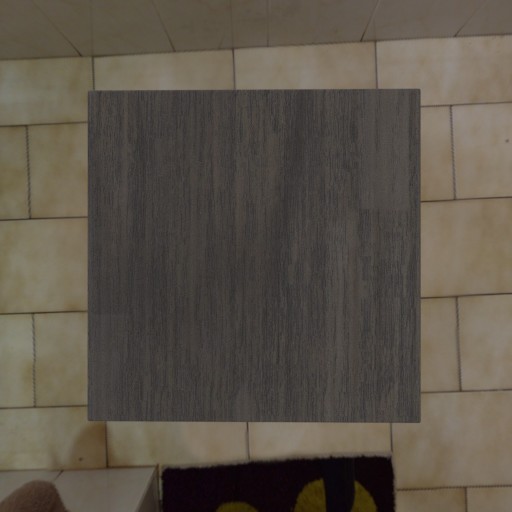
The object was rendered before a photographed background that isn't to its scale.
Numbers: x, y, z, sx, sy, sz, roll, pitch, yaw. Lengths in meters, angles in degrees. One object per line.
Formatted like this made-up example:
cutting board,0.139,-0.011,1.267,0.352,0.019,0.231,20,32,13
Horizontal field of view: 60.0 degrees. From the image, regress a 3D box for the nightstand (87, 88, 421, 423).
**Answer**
nightstand,0.000,0.000,0.913,0.503,0.497,0.502,0,90,1
